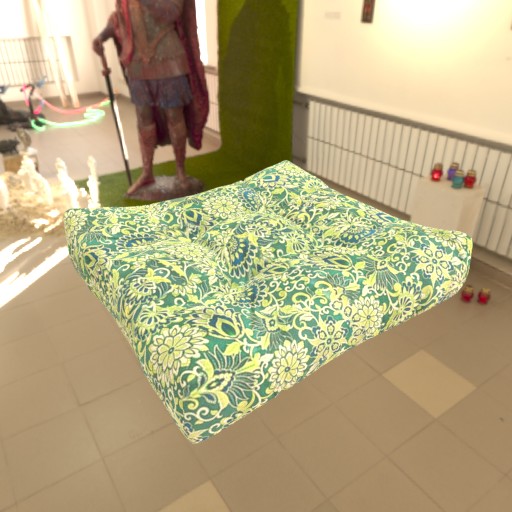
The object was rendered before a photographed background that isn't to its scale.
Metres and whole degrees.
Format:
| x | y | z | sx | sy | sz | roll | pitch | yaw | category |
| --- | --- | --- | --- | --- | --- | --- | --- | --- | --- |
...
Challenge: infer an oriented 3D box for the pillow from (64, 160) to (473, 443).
| x | y | z | sx | sy | sz | roll | pitch | yaw | category |
| --- | --- | --- | --- | --- | --- | --- | --- | --- | --- |
| 0.000 | 0.000 | 0.712 | 0.490 | 0.128 | 0.468 | -20 | 36 | -29 | pillow |
